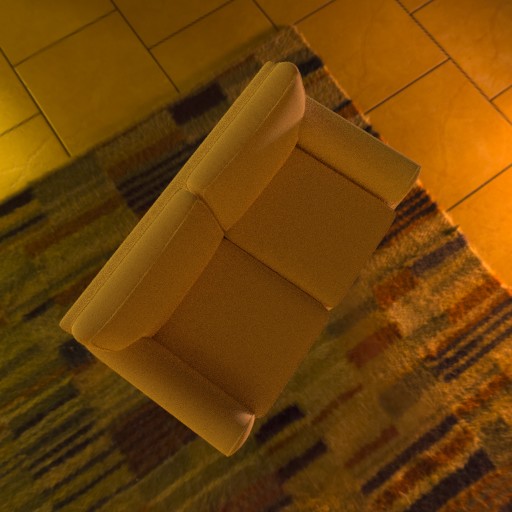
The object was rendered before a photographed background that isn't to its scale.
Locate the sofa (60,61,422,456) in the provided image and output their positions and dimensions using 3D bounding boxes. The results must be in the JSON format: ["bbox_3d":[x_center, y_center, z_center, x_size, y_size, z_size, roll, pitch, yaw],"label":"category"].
[{"bbox_3d":[0.000,0.000,2.349,0.991,0.940,1.727,34,79,7],"label":"sofa"}]
